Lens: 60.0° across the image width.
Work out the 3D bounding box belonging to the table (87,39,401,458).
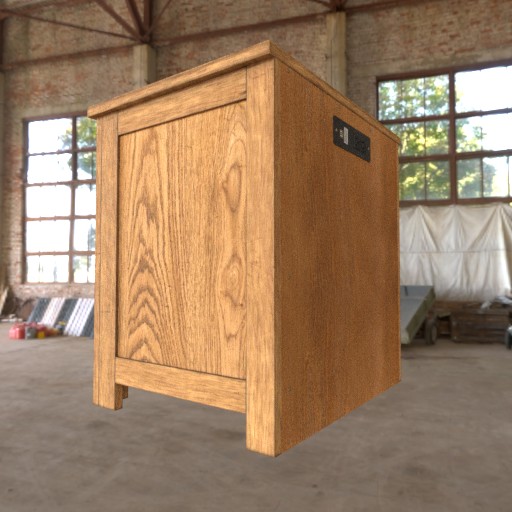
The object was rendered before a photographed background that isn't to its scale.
[{"bbox_3d":[0.000,0.000,1.040,0.494,0.625,0.601,-2,-3,36],"label":"table"}]
